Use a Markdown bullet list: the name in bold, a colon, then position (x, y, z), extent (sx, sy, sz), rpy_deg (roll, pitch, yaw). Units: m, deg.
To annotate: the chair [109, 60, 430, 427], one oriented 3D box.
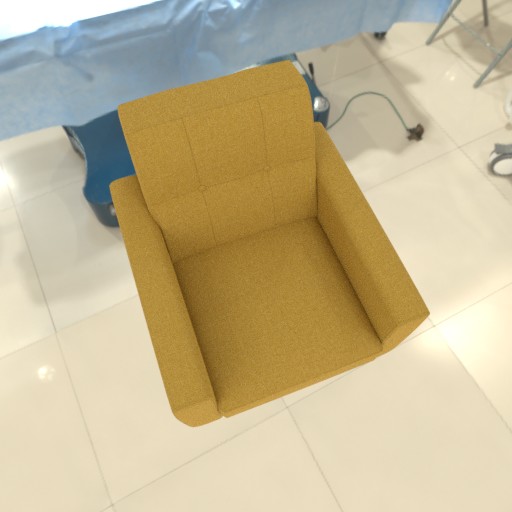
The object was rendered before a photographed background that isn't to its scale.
- **chair**: position (0.000, 0.000, 1.563), extent (0.831, 0.841, 0.909), rpy_deg (-19, 65, -9)
